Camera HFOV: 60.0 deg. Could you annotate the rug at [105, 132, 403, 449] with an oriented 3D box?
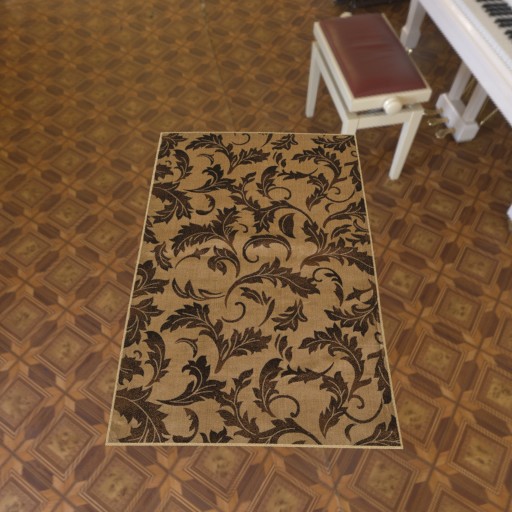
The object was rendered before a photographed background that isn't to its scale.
[{"bbox_3d":[0.000,0.000,2.851,1.522,0.008,2.284,1,58,0],"label":"rug"}]
